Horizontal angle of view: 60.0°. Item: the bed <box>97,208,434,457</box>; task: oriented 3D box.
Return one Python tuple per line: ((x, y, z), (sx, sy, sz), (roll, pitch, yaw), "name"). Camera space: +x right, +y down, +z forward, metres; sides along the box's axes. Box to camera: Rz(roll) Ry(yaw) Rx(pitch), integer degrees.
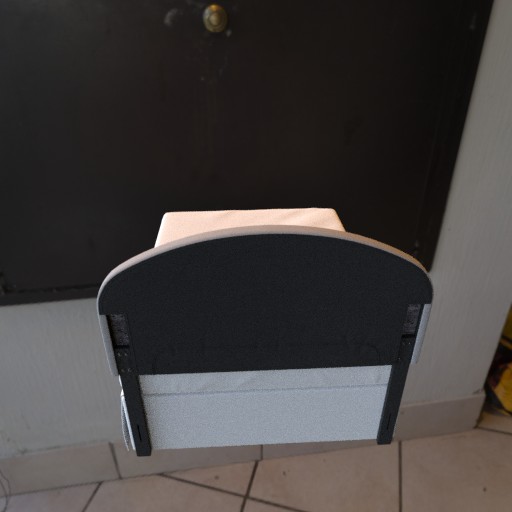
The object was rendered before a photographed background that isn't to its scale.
((0.000, 0.000, 3.019), (1.607, 1.410, 2.005), (-2, 31, -3), "bed")
